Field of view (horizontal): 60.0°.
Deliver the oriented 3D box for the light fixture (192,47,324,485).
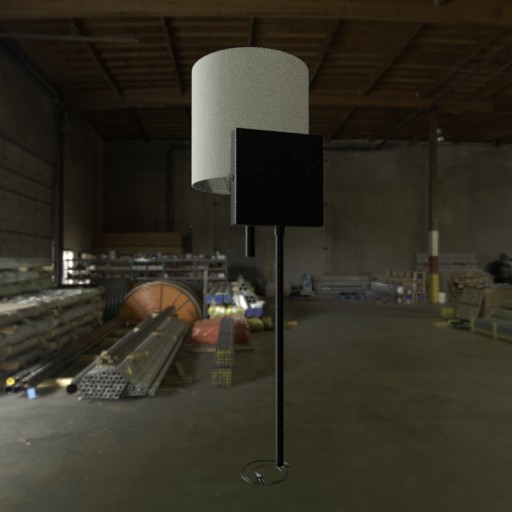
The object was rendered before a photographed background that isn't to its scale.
[{"bbox_3d":[0.000,0.000,0.689,0.188,0.589,0.248,0,-1,-18],"label":"light fixture"}]
